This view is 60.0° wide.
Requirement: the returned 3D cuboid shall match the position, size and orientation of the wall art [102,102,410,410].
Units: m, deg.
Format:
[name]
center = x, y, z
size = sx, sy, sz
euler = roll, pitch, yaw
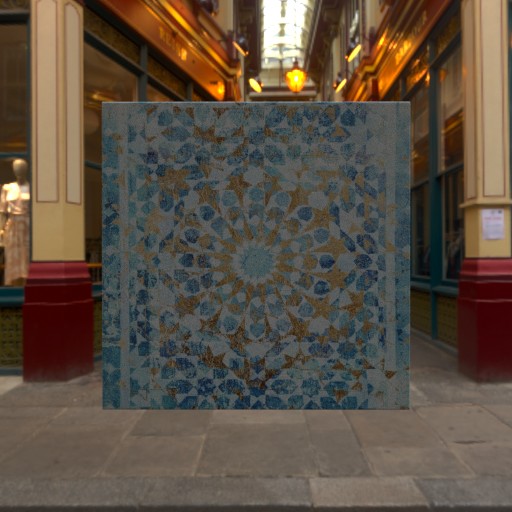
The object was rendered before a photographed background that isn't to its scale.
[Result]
[wall art]
center = 0.000, 0.000, 0.601
size = 0.405, 0.405, 0.037
euler = 0, 0, 0
